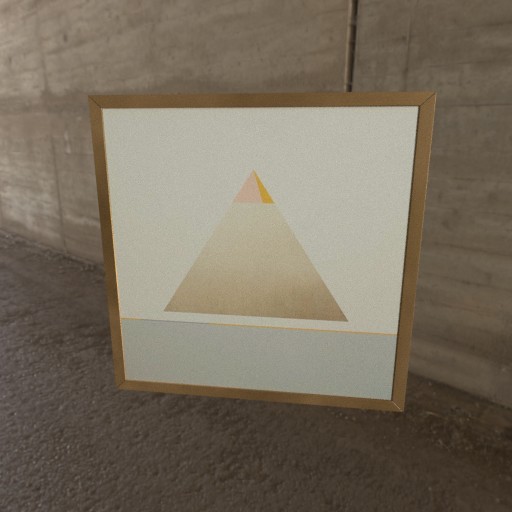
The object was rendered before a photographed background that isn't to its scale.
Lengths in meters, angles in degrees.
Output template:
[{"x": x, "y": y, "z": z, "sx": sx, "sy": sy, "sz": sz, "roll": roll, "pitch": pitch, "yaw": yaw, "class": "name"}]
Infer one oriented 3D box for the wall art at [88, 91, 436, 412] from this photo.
[{"x": 0.000, "y": 0.000, "z": 0.443, "sx": 0.305, "sy": 0.303, "sz": 0.038, "roll": 2, "pitch": 16, "yaw": 8, "class": "wall art"}]
